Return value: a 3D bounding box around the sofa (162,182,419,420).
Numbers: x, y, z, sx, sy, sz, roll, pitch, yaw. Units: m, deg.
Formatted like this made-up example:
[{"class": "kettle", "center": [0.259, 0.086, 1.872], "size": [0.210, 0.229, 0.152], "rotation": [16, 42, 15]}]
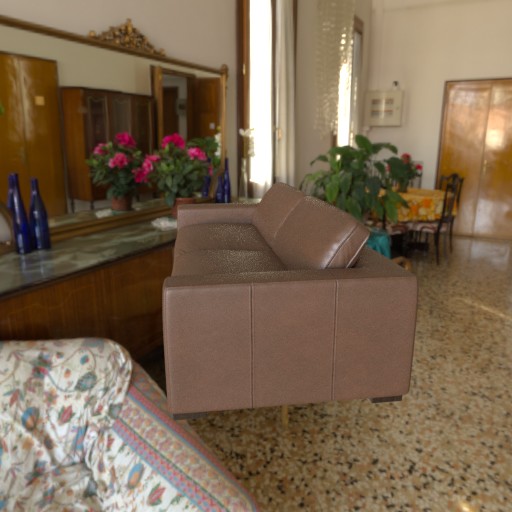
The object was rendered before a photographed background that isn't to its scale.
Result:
[{"class": "sofa", "center": [0.000, 0.000, 2.850], "size": [1.070, 0.801, 2.262], "rotation": [-2, 15, -8]}]
